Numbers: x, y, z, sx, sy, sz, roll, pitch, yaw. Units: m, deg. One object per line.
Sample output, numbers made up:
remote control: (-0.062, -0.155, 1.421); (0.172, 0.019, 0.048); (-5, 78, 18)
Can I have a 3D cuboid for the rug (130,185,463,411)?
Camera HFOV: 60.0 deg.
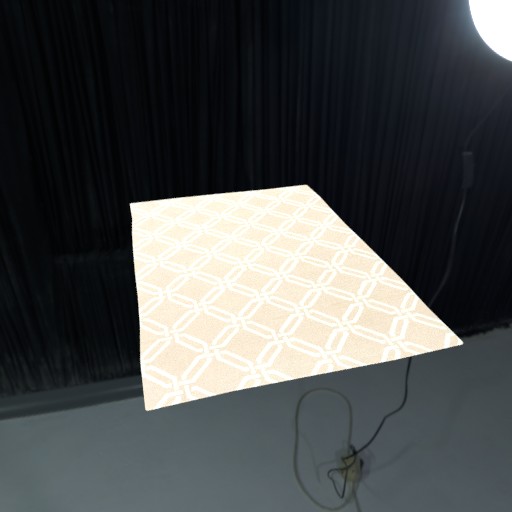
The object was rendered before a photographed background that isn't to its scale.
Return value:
rug: (0.000, 0.000, 2.848); (1.524, 0.013, 2.135); (-8, 32, -13)
